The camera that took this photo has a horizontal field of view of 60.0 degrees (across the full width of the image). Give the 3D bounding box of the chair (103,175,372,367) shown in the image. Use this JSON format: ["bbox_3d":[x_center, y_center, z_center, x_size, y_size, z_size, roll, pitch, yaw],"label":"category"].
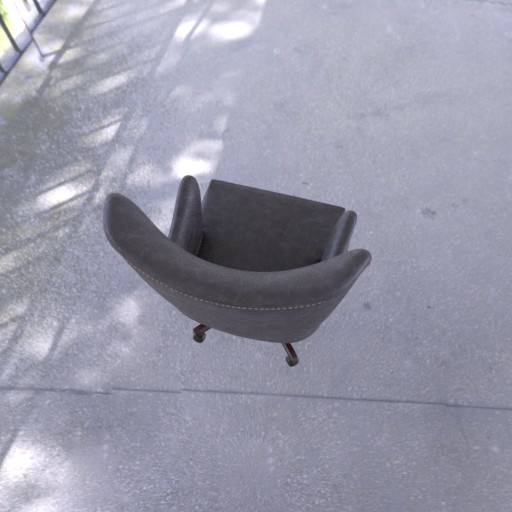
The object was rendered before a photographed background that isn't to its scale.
[{"bbox_3d":[0.000,0.000,1.460,0.594,1.037,0.717,13,64,7],"label":"chair"}]
